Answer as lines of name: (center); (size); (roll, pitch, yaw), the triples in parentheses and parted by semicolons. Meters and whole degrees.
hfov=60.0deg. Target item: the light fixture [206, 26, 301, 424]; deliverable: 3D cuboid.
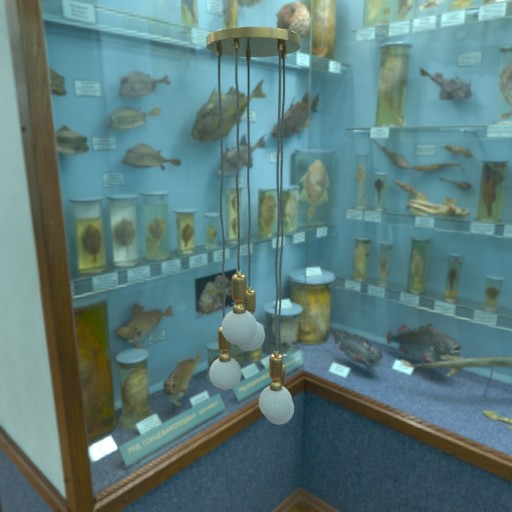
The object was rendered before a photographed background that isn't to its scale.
light fixture: (0.000, 0.000, 0.506); (0.105, 0.457, 0.108); (13, 19, 43)
